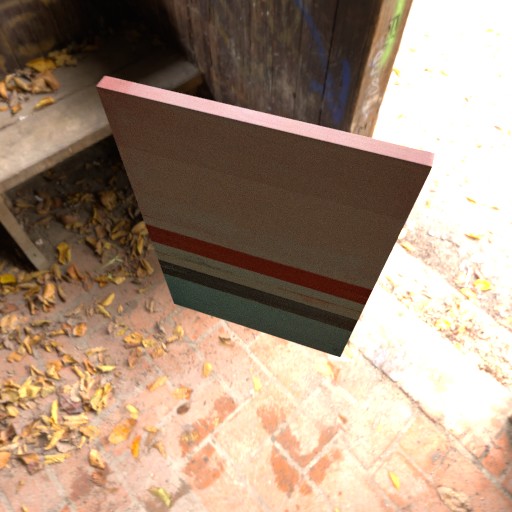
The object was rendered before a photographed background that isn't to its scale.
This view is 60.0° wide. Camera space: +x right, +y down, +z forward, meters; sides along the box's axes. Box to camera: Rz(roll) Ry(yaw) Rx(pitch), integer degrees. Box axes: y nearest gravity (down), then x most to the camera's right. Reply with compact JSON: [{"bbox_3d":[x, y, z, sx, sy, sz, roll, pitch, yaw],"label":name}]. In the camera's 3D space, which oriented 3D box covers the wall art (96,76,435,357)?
[{"bbox_3d":[0.000,0.000,1.158,0.610,0.914,0.038,16,60,10],"label":"wall art"}]
